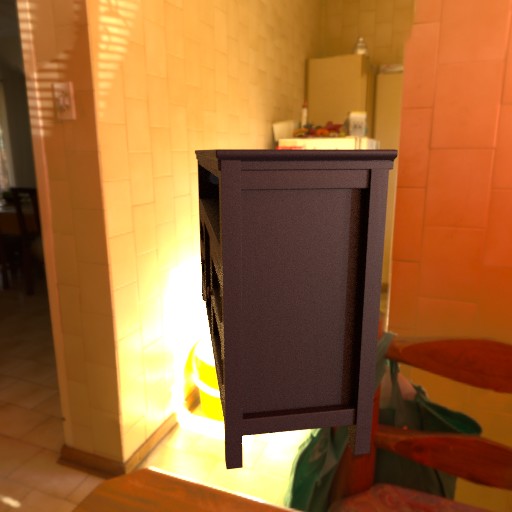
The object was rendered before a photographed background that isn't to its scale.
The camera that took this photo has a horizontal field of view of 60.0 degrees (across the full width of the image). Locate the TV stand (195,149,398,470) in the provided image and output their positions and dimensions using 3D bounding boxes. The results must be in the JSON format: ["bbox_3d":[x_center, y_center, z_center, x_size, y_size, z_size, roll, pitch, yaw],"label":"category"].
[{"bbox_3d":[0.000,0.000,1.464,0.347,0.681,1.198,-2,14,-9],"label":"TV stand"}]
